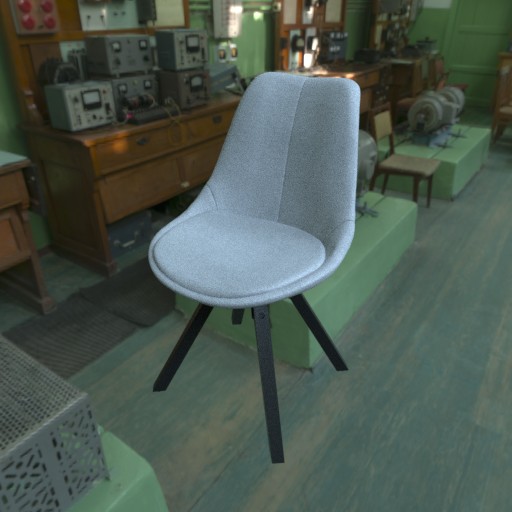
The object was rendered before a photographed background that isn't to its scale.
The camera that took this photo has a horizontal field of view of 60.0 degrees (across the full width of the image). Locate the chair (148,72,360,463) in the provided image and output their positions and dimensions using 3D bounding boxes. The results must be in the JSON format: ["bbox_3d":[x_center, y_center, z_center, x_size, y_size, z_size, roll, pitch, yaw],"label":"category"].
[{"bbox_3d":[0.000,0.000,1.183,0.485,0.850,0.550,18,34,29],"label":"chair"}]
